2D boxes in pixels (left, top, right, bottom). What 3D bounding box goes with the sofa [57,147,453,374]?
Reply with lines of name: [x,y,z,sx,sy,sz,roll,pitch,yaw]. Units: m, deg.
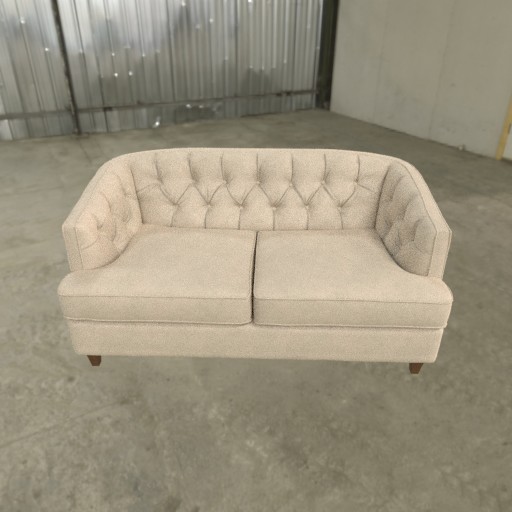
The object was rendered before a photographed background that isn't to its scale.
sofa: [0.000,0.000,2.300,1.731,0.878,0.940,1,30,2]
